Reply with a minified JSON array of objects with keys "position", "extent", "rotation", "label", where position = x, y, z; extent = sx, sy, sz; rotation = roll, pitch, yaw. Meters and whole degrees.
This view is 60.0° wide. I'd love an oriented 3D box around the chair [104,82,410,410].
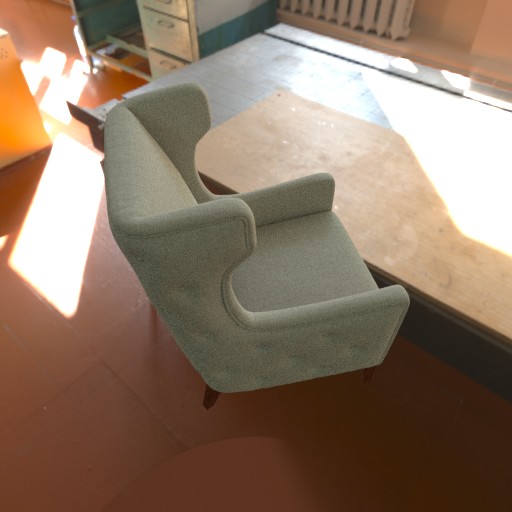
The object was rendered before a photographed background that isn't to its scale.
[{"position":[0.000,0.000,1.670],"extent":[0.899,1.079,0.778],"rotation":[-11,47,-10],"label":"chair"}]
